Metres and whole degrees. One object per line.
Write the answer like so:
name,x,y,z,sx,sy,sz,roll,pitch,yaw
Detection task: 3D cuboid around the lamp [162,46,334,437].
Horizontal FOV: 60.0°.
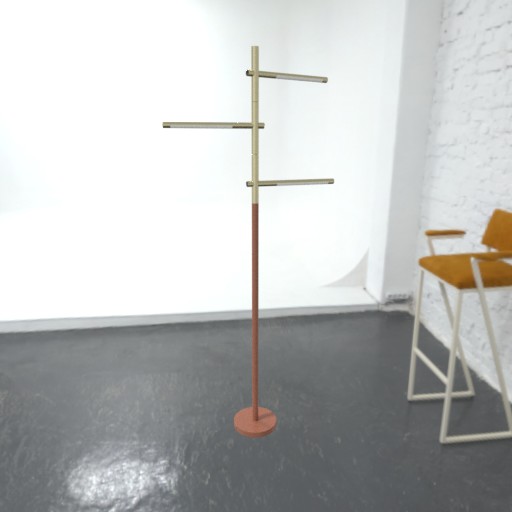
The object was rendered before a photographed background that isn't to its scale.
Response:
lamp,0.000,0.000,1.962,0.737,1.704,0.209,-7,16,-26
